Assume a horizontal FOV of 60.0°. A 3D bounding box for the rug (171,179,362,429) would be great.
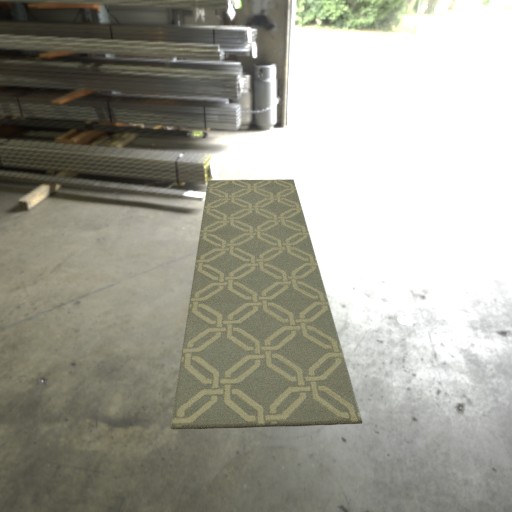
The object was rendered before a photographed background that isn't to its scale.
[{"bbox_3d":[0.000,0.000,2.524,0.678,0.014,2.276,-1,32,-2],"label":"rug"}]
